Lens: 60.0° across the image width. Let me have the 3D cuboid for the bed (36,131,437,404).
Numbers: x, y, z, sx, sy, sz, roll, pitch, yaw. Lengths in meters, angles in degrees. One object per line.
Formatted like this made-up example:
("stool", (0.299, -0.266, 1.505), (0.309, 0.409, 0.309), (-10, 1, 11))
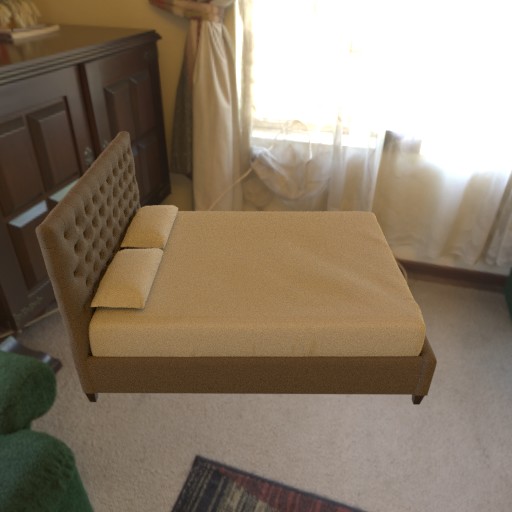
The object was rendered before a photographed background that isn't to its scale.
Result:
("bed", (0.000, 0.000, 3.424), (2.387, 1.427, 1.698), (0, 33, 1))
